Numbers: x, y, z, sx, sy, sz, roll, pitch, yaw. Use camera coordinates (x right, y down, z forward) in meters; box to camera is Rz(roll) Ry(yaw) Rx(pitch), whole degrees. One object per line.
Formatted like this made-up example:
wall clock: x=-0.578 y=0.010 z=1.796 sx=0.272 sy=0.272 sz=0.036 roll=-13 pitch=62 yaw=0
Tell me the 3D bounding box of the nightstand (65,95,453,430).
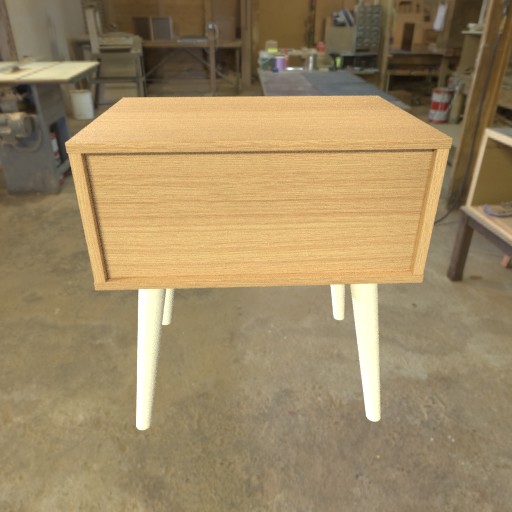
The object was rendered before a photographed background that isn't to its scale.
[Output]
nightstand: x=0.000 y=0.000 z=0.976 sx=0.571 sy=0.610 sz=0.407 roll=-1 pitch=29 yaw=-2
